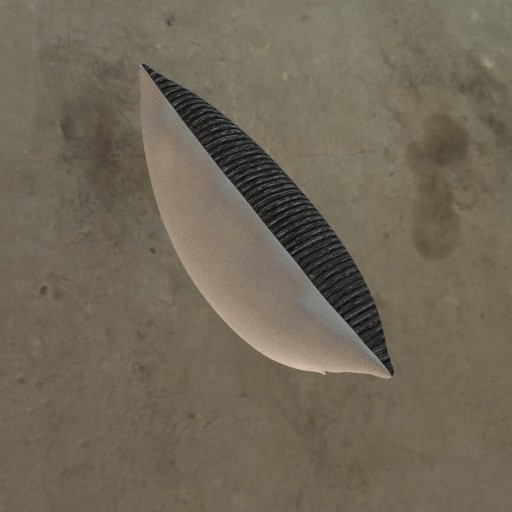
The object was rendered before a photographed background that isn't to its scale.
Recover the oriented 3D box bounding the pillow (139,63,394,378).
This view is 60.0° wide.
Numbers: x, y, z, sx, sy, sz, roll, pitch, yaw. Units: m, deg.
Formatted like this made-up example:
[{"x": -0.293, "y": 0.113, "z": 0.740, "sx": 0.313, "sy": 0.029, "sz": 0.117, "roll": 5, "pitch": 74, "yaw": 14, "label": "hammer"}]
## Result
[{"x": 0.000, "y": 0.000, "z": 0.667, "sx": 0.196, "sy": 0.434, "sz": 0.433, "roll": -36, "pitch": 78, "yaw": -9, "label": "pillow"}]
